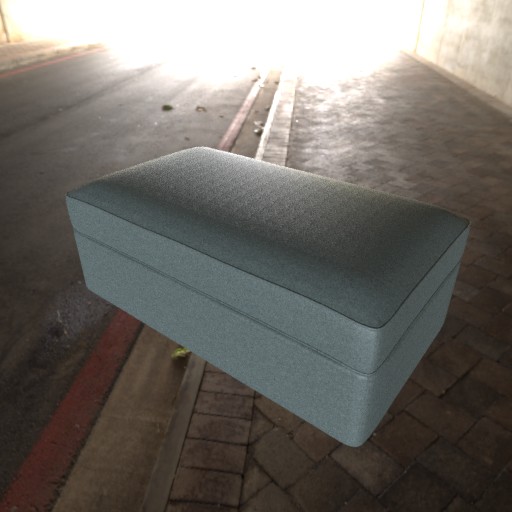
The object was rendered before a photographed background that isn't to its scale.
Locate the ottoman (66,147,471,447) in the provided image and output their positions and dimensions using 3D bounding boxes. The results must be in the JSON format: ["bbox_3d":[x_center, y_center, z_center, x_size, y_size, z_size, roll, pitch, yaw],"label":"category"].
[{"bbox_3d":[0.000,0.000,1.526,1.173,0.494,0.681,22,37,32],"label":"ottoman"}]
